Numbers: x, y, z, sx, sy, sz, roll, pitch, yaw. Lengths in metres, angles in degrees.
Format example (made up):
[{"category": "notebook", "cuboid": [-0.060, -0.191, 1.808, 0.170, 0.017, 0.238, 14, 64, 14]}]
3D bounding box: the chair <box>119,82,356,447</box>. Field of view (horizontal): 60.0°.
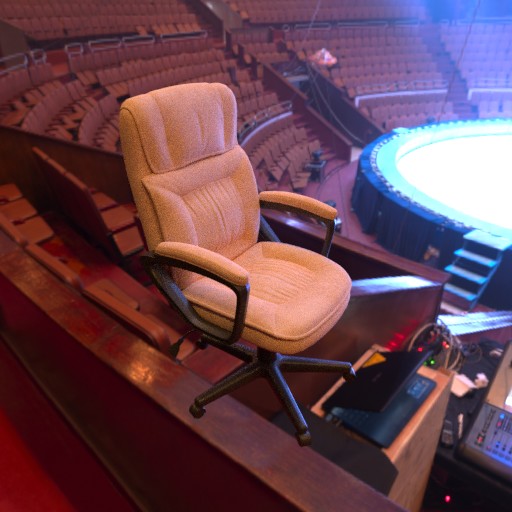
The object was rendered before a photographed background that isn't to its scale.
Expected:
[{"category": "chair", "cuboid": [0.000, 0.000, 1.581, 0.724, 1.105, 0.667, 18, 33, 30]}]
